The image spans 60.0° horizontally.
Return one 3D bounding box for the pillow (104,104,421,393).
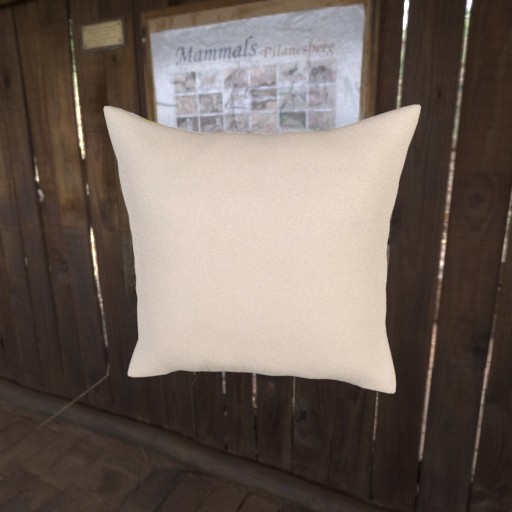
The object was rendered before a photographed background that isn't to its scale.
[{"bbox_3d":[0.000,0.000,0.762,0.504,0.494,0.188,2,15,6],"label":"pillow"}]
